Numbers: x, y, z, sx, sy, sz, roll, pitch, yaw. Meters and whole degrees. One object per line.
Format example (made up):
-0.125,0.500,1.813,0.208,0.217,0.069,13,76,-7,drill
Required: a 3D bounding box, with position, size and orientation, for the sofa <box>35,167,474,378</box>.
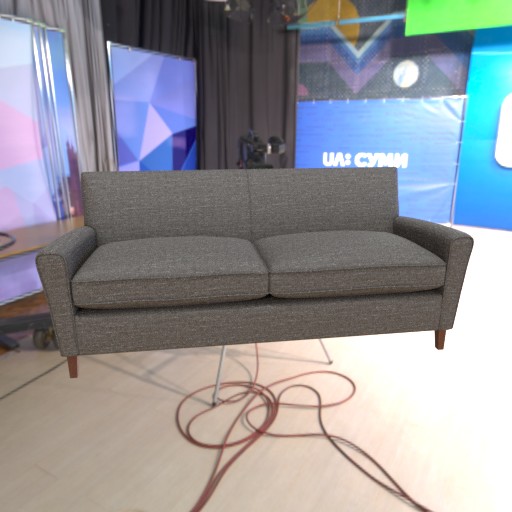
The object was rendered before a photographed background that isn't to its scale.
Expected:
0.000,0.000,2.412,1.976,0.846,0.875,-2,18,-8,sofa
